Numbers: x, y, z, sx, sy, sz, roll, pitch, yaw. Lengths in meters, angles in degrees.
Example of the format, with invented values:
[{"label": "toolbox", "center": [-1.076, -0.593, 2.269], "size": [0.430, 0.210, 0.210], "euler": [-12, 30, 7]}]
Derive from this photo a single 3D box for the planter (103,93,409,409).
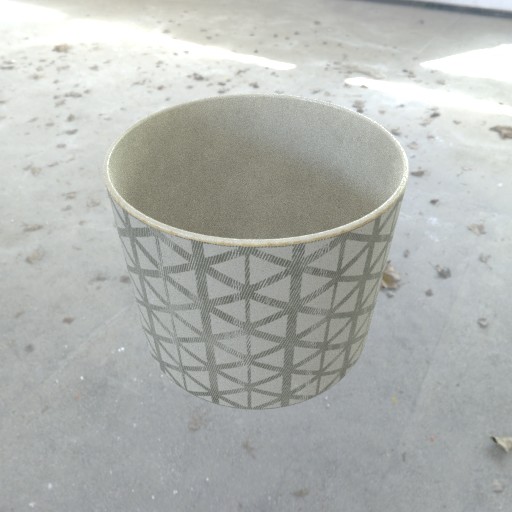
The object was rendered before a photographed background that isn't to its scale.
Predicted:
[{"label": "planter", "center": [0.000, 0.000, 0.451], "size": [0.250, 0.239, 0.250], "euler": [0, 41, 0]}]
